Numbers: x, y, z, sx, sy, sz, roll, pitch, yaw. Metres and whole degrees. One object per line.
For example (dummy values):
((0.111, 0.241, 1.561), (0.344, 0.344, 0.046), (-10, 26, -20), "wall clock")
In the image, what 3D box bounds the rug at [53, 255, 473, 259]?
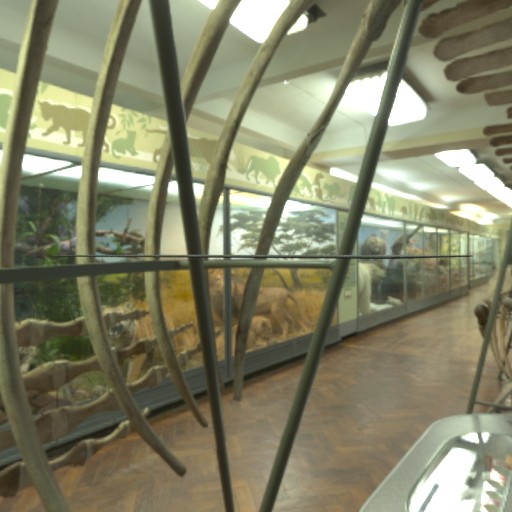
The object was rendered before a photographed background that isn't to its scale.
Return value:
((0.000, 0.000, 3.070), (2.476, 0.011, 1.554), (0, 0, 36), "rug")
